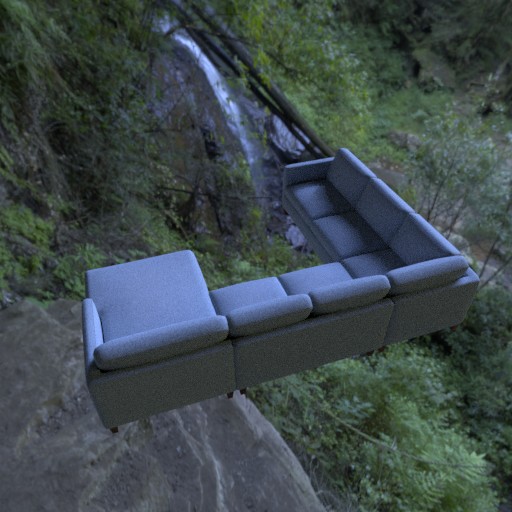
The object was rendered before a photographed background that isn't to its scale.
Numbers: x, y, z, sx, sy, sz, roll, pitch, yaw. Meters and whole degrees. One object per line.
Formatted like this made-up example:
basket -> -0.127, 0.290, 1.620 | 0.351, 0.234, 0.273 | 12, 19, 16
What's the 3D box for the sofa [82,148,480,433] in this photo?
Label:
sofa -> 0.000, 0.000, 4.567 | 3.403, 0.889, 2.551 | -13, 42, -14
